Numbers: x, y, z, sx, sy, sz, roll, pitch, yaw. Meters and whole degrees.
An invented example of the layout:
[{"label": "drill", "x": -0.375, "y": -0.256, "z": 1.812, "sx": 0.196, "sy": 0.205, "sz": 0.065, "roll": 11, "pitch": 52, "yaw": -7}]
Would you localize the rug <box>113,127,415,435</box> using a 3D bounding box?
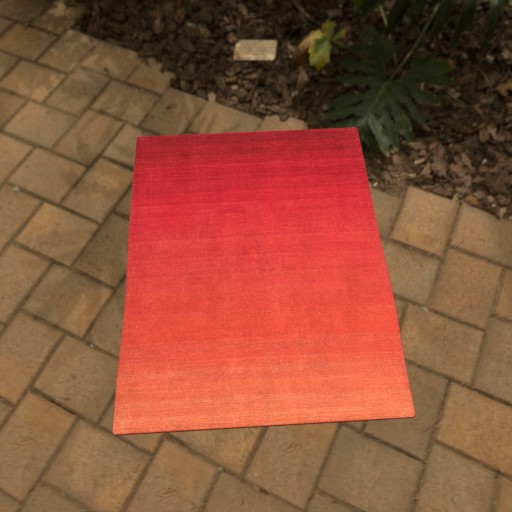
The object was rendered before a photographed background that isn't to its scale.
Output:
[{"label": "rug", "x": 0.000, "y": 0.000, "z": 4.018, "sx": 2.340, "sy": 0.028, "sz": 2.905, "roll": -3, "pitch": 64, "yaw": -1}]
